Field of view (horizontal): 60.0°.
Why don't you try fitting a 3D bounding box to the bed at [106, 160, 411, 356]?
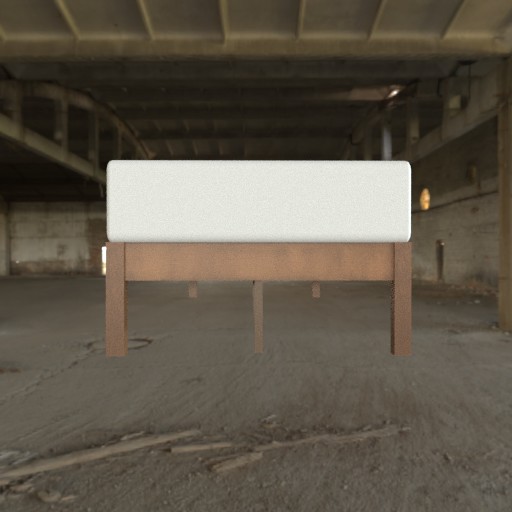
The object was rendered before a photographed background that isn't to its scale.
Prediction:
[{"bbox_3d":[0.000,0.000,2.331,0.961,0.616,1.902,0,0,-1],"label":"bed"}]
